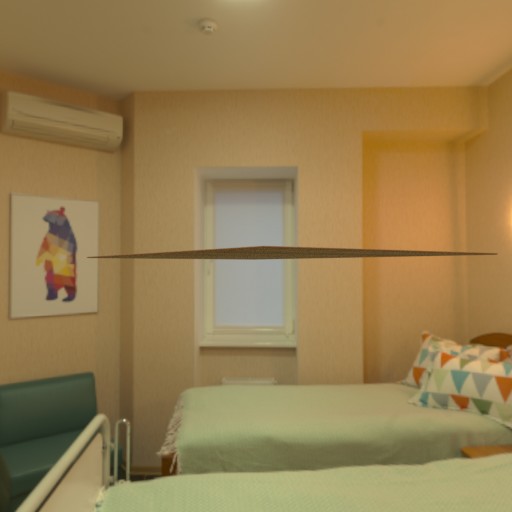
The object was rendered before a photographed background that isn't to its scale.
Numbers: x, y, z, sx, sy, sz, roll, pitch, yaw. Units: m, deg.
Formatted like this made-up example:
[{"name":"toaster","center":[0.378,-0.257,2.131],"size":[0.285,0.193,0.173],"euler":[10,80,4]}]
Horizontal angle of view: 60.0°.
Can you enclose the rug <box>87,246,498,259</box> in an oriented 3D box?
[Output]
[{"name":"rug","center":[0.000,0.000,2.276],"size":[1.219,0.008,1.829],"euler":[1,-2,-35]}]
